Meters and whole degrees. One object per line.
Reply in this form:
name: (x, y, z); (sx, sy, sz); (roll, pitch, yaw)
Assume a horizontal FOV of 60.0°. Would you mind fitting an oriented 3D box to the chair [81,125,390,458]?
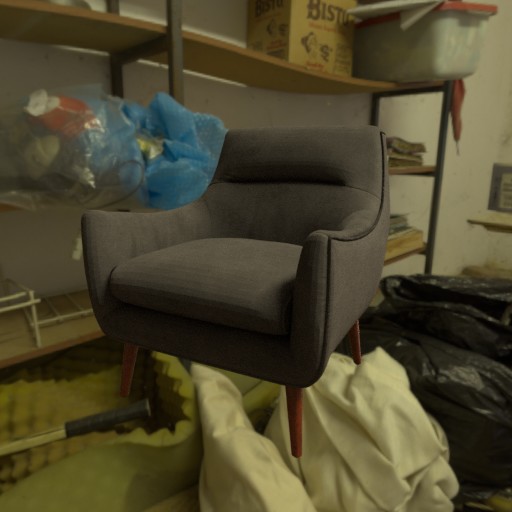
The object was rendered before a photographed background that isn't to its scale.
chair: (0.000, 0.000, 1.443); (0.762, 0.838, 0.787); (7, 16, 27)
